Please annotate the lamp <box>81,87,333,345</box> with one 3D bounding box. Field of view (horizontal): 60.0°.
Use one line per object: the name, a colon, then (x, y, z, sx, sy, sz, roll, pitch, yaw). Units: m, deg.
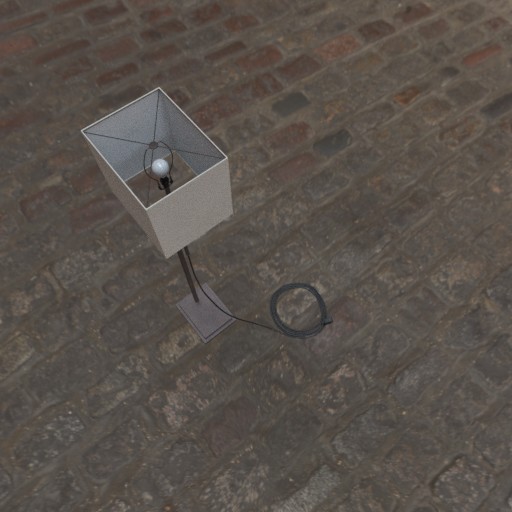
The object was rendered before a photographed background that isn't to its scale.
lamp: (0.000, 0.000, 2.021, 0.774, 1.600, 0.698, -36, 69, -16)
